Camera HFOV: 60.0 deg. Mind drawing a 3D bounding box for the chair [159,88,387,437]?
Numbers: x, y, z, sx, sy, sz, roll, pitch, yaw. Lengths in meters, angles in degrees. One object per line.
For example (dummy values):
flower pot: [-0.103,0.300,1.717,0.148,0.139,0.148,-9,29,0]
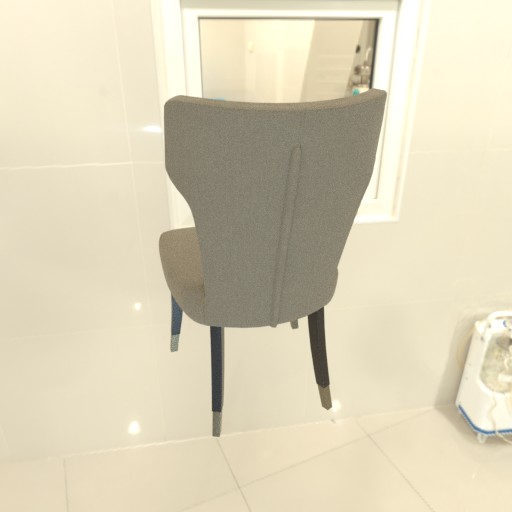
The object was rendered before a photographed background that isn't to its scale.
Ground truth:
chair: [0.000,0.000,1.319,0.526,0.955,0.630,-8,27,-16]
